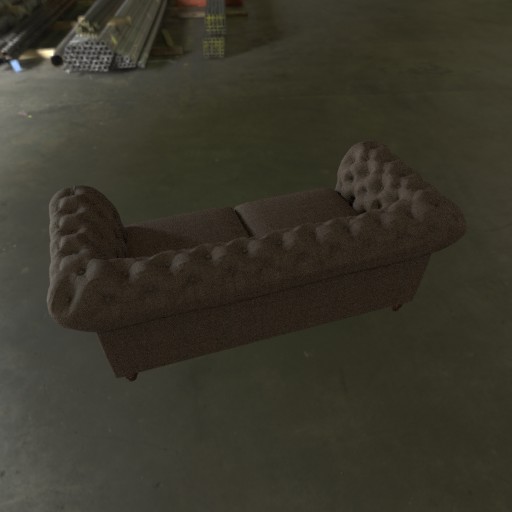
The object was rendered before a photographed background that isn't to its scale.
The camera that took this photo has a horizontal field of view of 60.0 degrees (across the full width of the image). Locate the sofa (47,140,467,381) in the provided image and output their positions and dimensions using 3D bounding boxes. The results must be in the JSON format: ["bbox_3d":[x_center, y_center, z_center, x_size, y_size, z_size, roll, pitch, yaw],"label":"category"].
[{"bbox_3d":[0.000,0.000,2.479,2.048,0.780,0.944,-12,41,-14],"label":"sofa"}]
